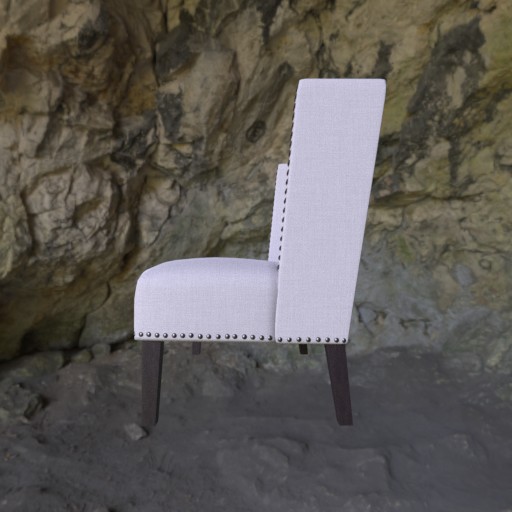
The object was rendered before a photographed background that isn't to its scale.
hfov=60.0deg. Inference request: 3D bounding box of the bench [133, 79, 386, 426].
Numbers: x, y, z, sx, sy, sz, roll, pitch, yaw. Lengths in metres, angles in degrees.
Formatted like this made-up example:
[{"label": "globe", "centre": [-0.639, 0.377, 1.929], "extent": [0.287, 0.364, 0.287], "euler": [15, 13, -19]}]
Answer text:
[{"label": "bench", "centre": [0.000, 0.000, 2.045], "extent": [0.847, 1.123, 1.280], "euler": [0, -2, 0]}]
